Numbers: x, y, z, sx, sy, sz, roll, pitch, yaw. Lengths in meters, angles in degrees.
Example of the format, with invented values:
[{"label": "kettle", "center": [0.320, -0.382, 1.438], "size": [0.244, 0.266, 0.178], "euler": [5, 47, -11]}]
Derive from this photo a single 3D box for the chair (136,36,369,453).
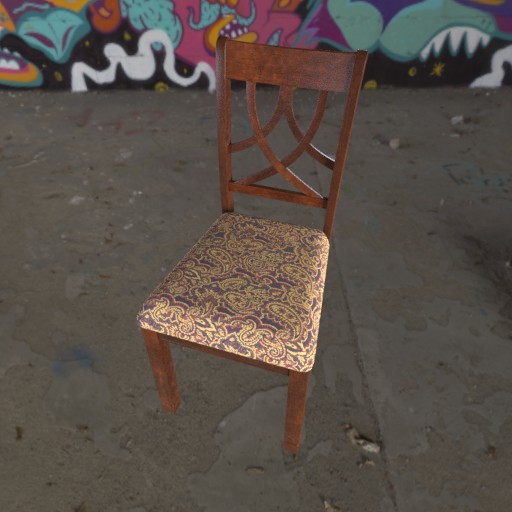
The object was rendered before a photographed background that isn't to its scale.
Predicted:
[{"label": "chair", "center": [0.000, 0.000, 1.234], "size": [0.457, 0.965, 0.584], "euler": [12, 43, 14]}]
